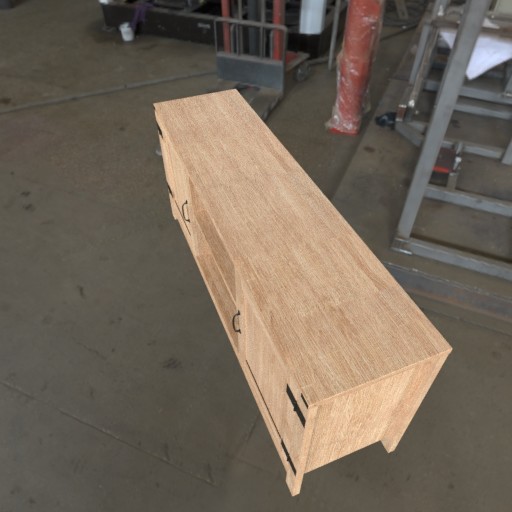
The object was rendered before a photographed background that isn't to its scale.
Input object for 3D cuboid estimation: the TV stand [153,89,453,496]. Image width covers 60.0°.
[{"bbox_3d":[0.000,0.000,1.675,0.398,0.610,1.466,-16,48,-15],"label":"TV stand"}]
